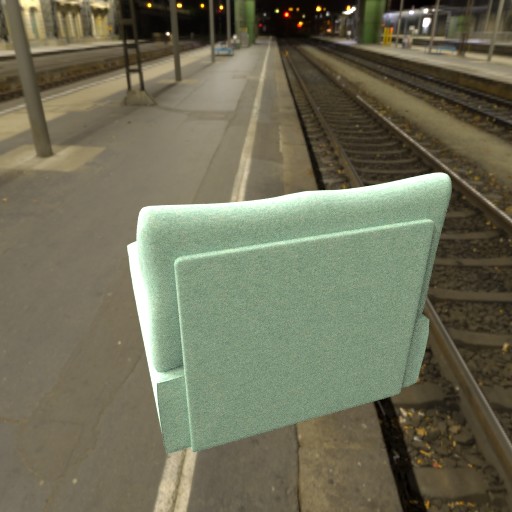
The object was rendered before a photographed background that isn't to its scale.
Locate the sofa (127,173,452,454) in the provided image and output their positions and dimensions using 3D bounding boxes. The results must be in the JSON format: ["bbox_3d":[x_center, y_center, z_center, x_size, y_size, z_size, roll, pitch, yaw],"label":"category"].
[{"bbox_3d":[0.000,0.000,1.729,0.930,0.820,1.000,-9,29,-17],"label":"sofa"}]
